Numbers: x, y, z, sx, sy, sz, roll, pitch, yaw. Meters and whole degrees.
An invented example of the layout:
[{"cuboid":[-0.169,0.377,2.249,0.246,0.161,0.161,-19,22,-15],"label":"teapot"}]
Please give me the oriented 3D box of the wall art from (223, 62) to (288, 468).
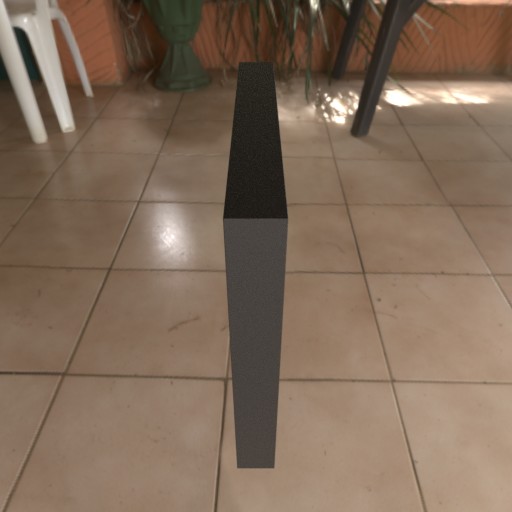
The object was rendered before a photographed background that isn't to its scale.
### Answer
[{"cuboid":[0.000,0.000,0.467,0.038,0.304,0.304,0,39,0],"label":"wall art"}]
